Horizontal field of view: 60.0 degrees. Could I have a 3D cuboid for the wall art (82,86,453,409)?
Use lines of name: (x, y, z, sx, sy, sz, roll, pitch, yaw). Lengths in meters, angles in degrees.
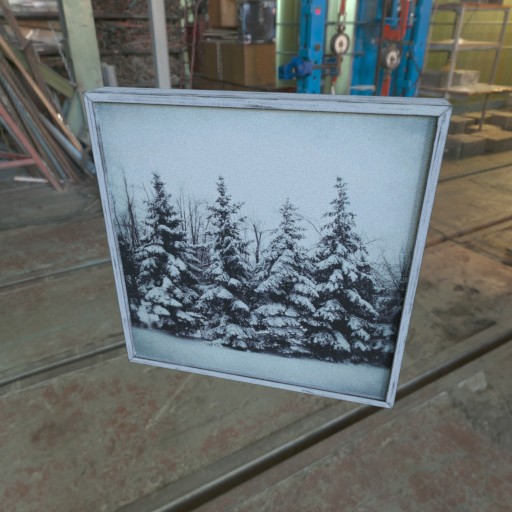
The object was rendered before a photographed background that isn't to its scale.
wall art: (0.000, 0.000, 0.440, 0.303, 0.303, 0.036, 7, 28, 12)
